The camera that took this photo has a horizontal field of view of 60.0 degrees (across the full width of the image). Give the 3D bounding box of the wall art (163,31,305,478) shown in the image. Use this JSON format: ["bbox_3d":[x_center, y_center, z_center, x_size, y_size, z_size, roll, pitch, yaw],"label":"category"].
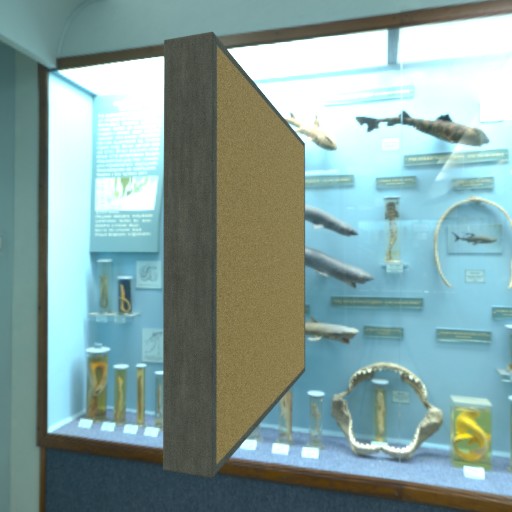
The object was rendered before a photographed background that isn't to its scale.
[{"bbox_3d":[0.000,0.000,0.448,0.038,0.302,0.303,0,-1,18],"label":"wall art"}]
